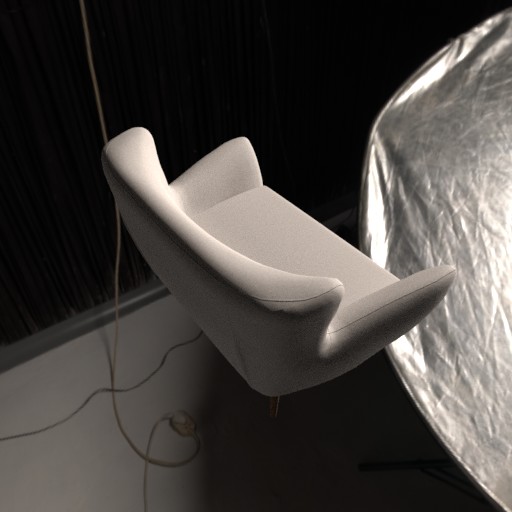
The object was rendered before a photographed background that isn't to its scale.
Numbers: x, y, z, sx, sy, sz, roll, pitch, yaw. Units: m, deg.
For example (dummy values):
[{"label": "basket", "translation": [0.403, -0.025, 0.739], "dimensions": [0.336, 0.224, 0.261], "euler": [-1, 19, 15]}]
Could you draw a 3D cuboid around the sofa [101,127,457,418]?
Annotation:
[{"label": "sofa", "translation": [0.000, 0.000, 2.009], "dimensions": [0.921, 0.878, 1.424], "euler": [-26, 47, -27]}]
